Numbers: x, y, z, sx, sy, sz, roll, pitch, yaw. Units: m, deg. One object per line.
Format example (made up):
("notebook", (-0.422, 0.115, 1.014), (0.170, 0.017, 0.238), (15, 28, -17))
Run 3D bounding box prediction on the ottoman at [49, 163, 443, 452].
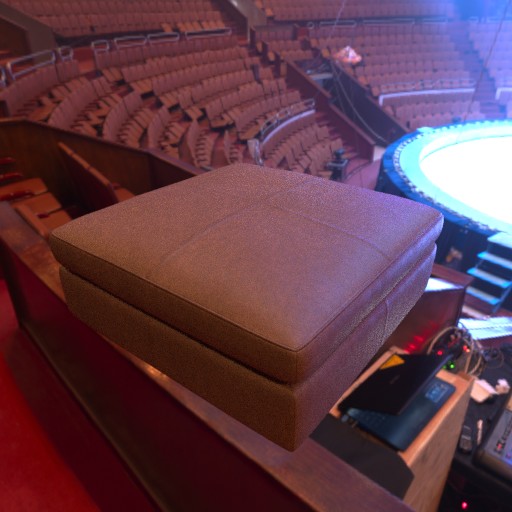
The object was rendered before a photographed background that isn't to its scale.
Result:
("ottoman", (0.000, 0.000, 1.838), (1.168, 0.490, 1.168), (20, 34, 32))
